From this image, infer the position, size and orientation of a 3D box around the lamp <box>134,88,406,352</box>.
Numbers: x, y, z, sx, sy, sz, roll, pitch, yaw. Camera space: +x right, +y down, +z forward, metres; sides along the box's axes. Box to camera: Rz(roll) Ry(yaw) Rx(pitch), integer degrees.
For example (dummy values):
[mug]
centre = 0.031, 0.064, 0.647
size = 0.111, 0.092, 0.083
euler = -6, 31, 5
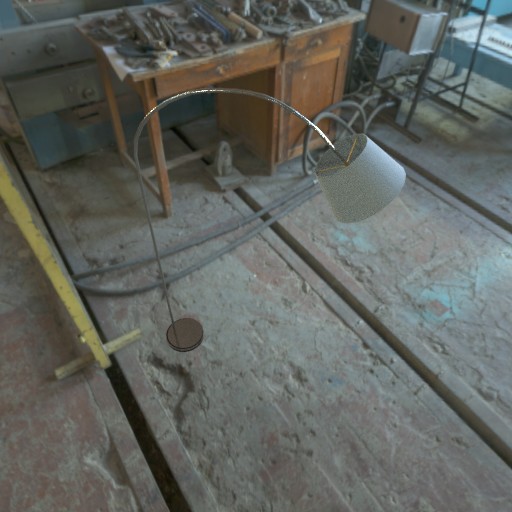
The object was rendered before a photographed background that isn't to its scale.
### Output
[lamp]
centre = 0.000, 0.000, 2.702
size = 1.445, 2.098, 0.406
euler = 8, 47, 8
